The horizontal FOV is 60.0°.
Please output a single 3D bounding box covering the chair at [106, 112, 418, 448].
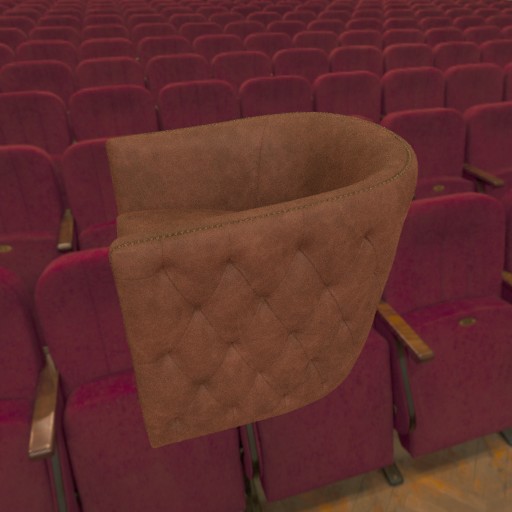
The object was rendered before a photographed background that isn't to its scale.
[{"bbox_3d":[0.000,0.000,1.480,0.870,0.790,0.850,-9,32,-14],"label":"chair"}]
